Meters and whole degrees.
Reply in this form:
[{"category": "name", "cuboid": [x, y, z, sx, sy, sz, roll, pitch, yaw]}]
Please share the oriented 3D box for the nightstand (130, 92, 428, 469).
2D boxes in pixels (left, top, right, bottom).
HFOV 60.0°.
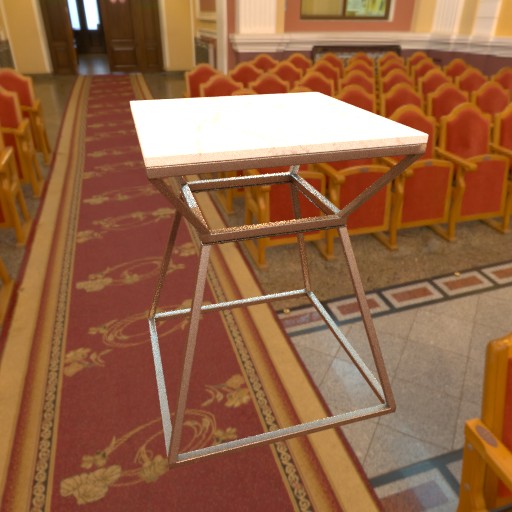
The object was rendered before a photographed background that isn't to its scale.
[{"category": "nightstand", "cuboid": [0.000, 0.000, 0.897, 0.455, 0.554, 0.455, -8, 30, -14]}]
